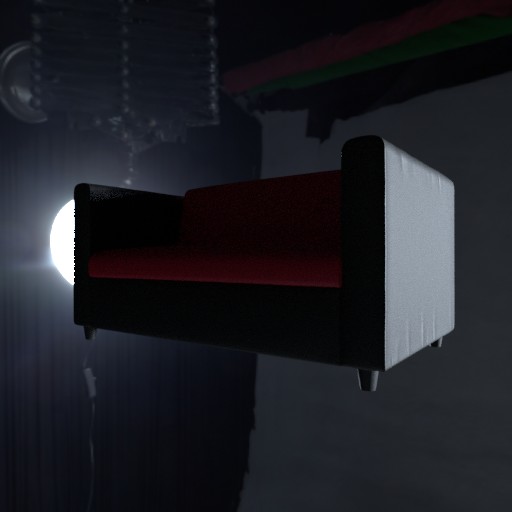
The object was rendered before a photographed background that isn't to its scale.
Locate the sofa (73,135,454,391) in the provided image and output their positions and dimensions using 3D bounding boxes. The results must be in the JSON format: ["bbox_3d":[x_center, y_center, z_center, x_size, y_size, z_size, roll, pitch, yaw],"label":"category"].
[{"bbox_3d":[0.000,0.000,1.886,1.410,0.735,0.845,0,0,36],"label":"sofa"}]
